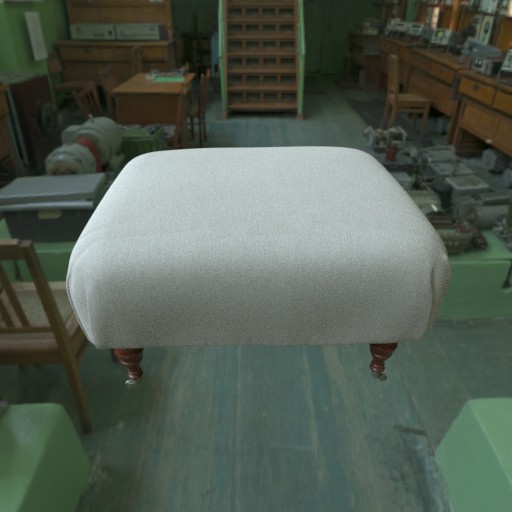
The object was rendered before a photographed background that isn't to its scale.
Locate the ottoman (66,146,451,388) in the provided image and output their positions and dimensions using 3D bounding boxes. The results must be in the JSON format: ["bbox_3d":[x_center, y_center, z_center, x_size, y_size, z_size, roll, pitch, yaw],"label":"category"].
[{"bbox_3d":[0.000,0.000,1.129,0.746,0.450,0.639,-1,31,-2],"label":"ottoman"}]
